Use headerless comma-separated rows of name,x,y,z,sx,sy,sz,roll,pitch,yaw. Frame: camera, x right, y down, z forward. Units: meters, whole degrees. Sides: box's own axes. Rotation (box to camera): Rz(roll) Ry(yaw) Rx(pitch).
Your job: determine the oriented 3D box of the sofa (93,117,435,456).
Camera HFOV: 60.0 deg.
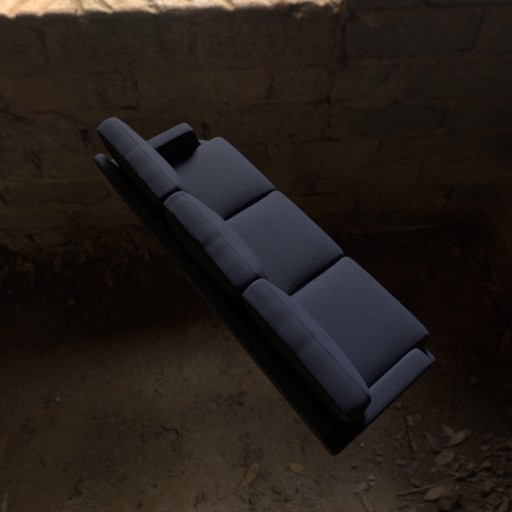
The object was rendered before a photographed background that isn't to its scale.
sofa,0.000,0.000,2.563,0.888,0.984,2.115,-34,64,-19
